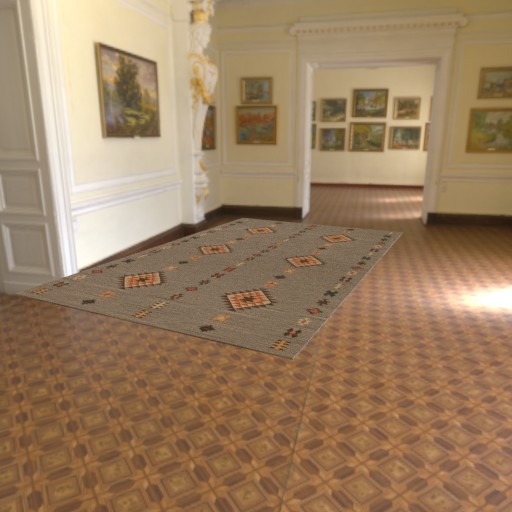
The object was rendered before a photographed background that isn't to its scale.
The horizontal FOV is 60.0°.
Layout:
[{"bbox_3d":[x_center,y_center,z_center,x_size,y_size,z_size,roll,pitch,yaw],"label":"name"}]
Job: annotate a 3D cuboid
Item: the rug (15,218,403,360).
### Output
[{"bbox_3d":[0.000,0.000,2.958,1.515,0.007,2.427,7,17,26],"label":"rug"}]
